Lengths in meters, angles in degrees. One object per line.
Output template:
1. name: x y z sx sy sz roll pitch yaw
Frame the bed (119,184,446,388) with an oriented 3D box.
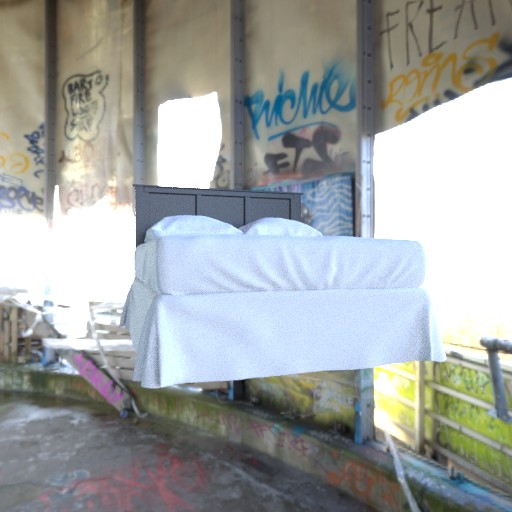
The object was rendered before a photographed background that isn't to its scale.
1. bed: 0.000 0.000 3.250 1.870 1.270 2.050 0 0 -19
